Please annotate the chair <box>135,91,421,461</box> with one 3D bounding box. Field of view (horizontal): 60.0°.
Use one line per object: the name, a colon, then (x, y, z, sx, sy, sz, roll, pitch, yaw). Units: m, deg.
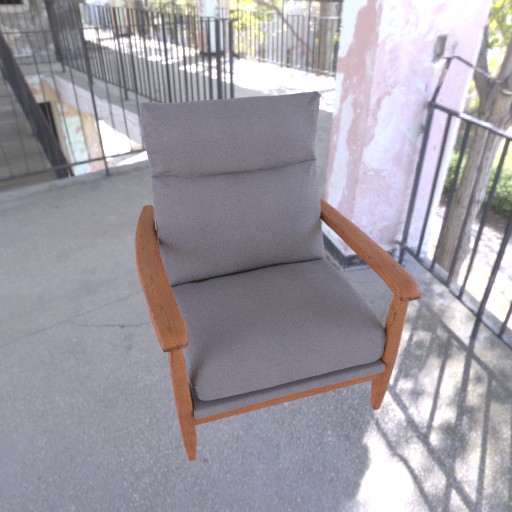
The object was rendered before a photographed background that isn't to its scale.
chair: (0.000, 0.000, 1.504, 0.782, 0.922, 0.816, -9, 33, -15)
